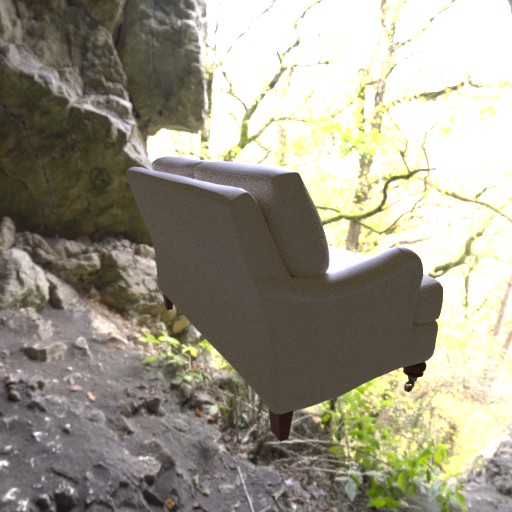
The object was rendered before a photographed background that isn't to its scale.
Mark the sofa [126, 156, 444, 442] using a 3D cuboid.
[{"bbox_3d":[0.000,0.000,2.568,1.084,1.101,1.853,-7,16,-26],"label":"sofa"}]
